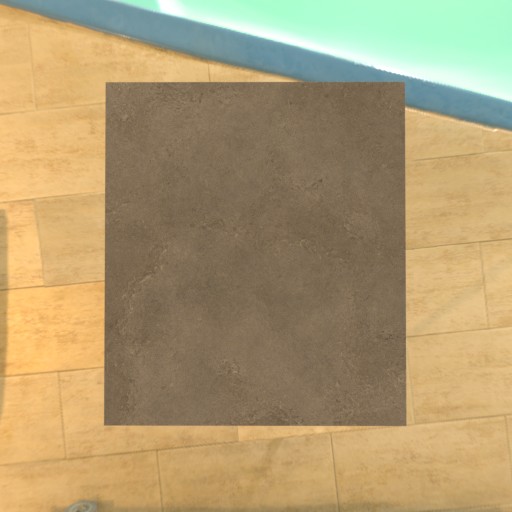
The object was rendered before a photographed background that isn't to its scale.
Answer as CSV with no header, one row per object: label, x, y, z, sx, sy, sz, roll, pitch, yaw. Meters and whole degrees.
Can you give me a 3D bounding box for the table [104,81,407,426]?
table,0.000,0.000,1.540,0.700,1.020,0.800,0,89,0
